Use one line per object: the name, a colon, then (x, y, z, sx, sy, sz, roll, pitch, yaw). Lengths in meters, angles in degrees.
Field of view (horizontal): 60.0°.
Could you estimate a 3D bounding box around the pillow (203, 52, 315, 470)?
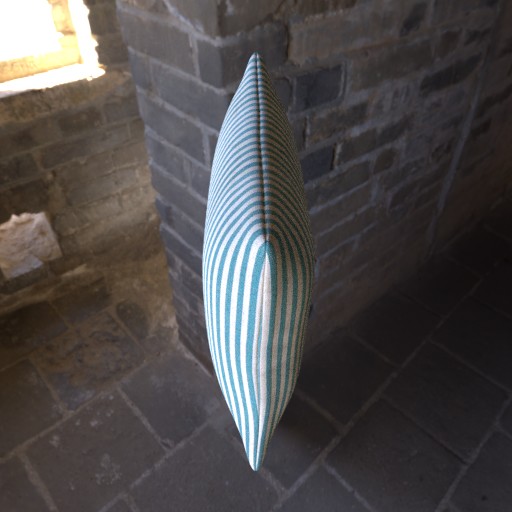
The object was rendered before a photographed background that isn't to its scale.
pillow: (0.000, 0.000, 0.763, 0.166, 0.510, 0.523, -1, 43, -1)
